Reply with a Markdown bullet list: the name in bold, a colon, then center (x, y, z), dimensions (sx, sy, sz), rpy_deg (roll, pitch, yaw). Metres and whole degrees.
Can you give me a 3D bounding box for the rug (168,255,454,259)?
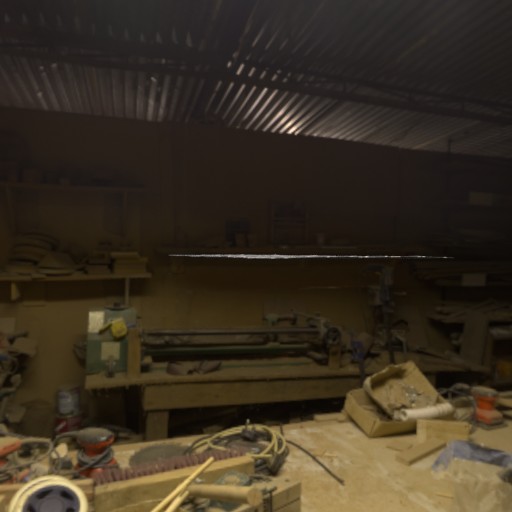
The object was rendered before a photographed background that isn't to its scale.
- **rug**: center (0.000, 0.000, 2.708), dimensions (0.807, 0.010, 2.476), rpy_deg (0, 0, -17)
